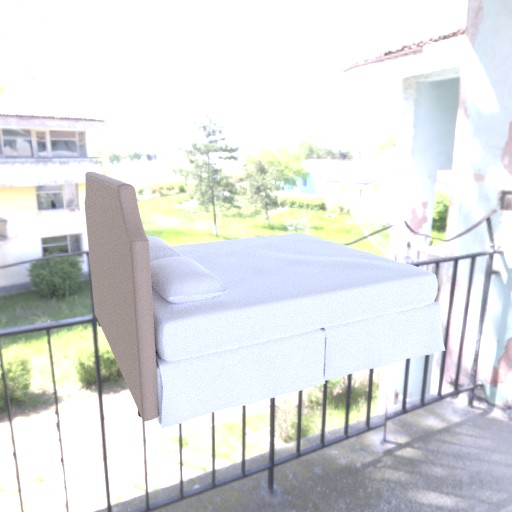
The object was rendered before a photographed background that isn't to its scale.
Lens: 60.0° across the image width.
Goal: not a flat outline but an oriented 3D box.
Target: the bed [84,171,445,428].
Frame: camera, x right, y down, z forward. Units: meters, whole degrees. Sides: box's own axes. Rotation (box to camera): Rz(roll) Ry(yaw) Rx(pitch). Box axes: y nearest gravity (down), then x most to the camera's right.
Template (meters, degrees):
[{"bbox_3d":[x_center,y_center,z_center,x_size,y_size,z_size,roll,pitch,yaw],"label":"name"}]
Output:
[{"bbox_3d":[0.000,0.000,4.259,2.773,1.590,2.350,-7,16,-26],"label":"bed"}]
